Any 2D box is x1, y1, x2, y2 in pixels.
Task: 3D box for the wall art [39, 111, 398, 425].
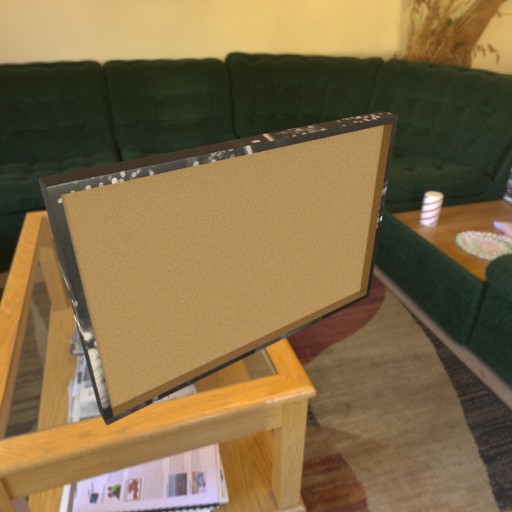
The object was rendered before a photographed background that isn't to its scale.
[{"bbox_3d":[0.000,0.000,0.768,0.609,0.406,0.037,-20,36,-30],"label":"wall art"}]
